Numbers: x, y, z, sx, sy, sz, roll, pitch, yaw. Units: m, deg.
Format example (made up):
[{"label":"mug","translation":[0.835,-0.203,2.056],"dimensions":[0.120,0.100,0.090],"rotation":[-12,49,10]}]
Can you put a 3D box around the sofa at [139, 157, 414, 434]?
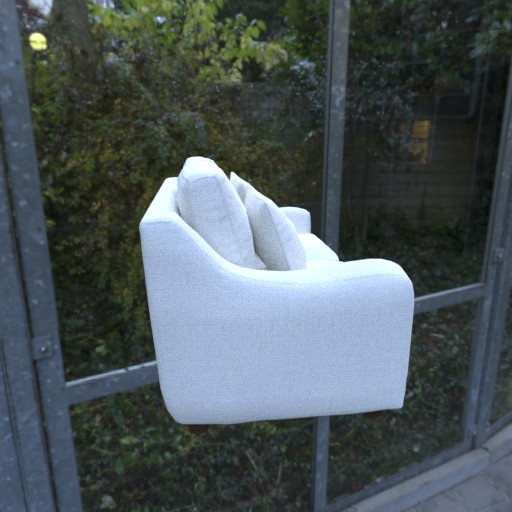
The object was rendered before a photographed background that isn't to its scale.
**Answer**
[{"label":"sofa","translation":[0.000,0.000,2.439],"dimensions":[1.040,1.047,1.744],"rotation":[-2,15,-8]}]
